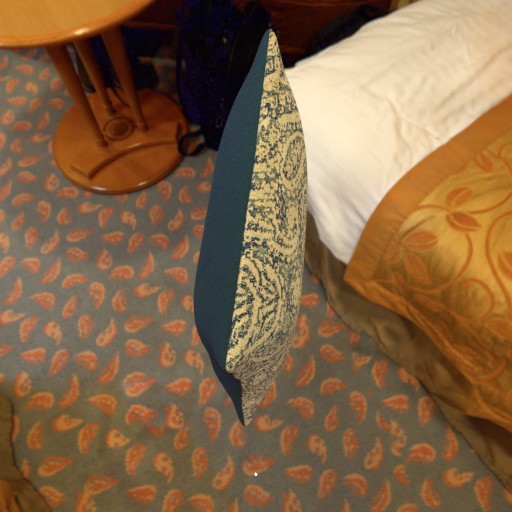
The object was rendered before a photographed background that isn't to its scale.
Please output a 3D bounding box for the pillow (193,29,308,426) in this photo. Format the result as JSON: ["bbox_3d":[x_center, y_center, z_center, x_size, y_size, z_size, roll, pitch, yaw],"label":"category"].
[{"bbox_3d":[0.000,0.000,0.786,0.166,0.510,0.523,5,64,3],"label":"pillow"}]
